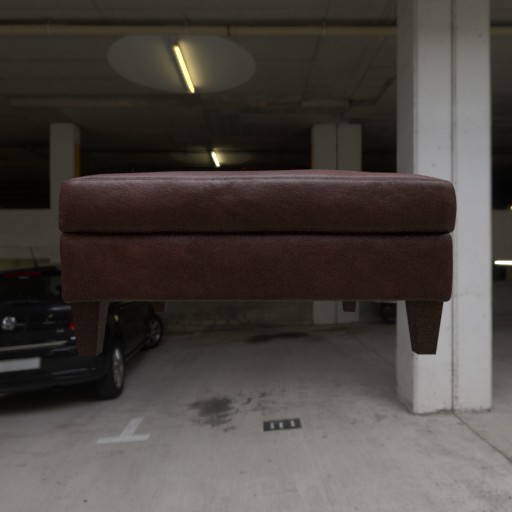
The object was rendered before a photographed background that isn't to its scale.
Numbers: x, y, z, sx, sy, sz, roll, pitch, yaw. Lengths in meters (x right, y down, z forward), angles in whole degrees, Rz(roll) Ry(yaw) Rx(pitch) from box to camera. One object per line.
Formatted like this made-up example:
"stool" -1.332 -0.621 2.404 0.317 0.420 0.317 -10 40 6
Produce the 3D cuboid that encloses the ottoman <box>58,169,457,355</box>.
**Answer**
"ottoman" 0.000 0.000 1.301 0.836 0.415 0.844 0 0 -1
